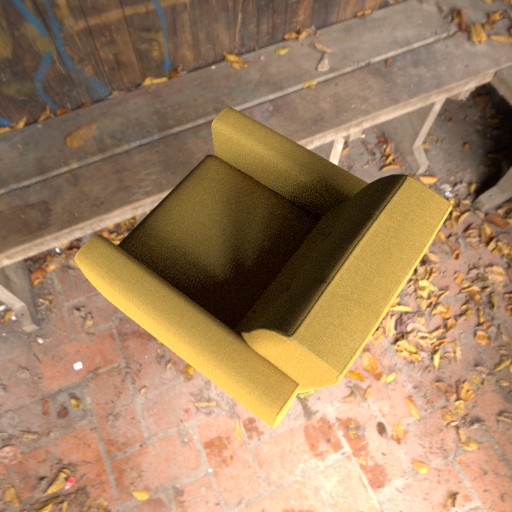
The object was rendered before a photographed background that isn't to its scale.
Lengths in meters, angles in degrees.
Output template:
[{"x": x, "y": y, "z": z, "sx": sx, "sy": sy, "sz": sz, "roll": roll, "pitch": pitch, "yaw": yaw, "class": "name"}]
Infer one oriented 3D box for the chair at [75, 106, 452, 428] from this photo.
[{"x": 0.000, "y": 0.000, "z": 1.559, "sx": 0.909, "sy": 0.841, "sz": 0.831, "roll": 34, "pitch": 69, "yaw": 15, "class": "chair"}]
